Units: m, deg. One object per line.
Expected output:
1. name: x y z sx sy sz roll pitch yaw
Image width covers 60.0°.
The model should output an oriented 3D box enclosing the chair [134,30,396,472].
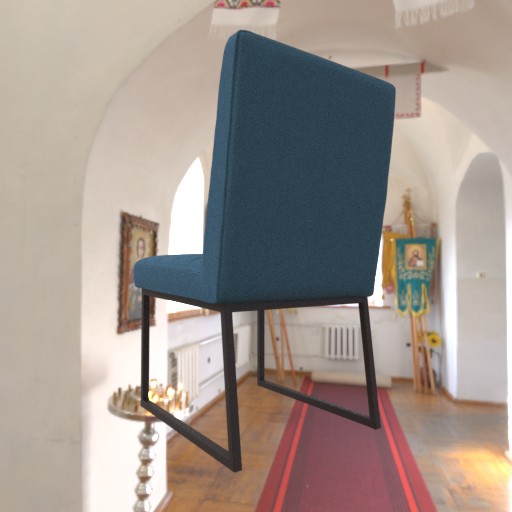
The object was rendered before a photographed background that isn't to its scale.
1. chair: 0.000 0.000 1.283 0.520 0.930 0.634 1 -2 -35
